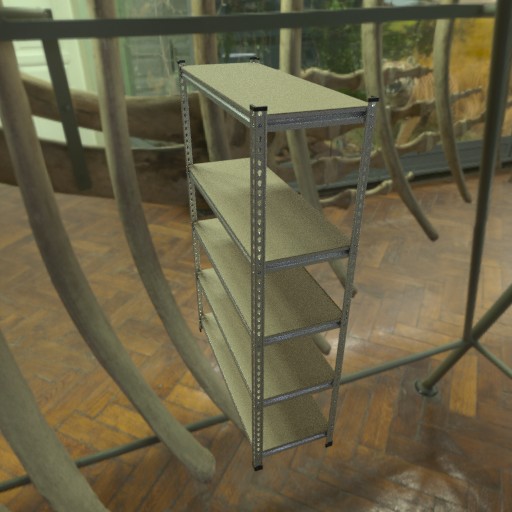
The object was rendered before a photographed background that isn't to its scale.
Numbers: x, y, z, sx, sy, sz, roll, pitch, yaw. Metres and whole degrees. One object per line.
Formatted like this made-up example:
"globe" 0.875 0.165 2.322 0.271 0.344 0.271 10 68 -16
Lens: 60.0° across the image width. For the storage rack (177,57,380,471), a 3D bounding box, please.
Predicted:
"storage rack" 0.000 0.000 2.391 0.457 1.829 1.219 -10 32 -17
